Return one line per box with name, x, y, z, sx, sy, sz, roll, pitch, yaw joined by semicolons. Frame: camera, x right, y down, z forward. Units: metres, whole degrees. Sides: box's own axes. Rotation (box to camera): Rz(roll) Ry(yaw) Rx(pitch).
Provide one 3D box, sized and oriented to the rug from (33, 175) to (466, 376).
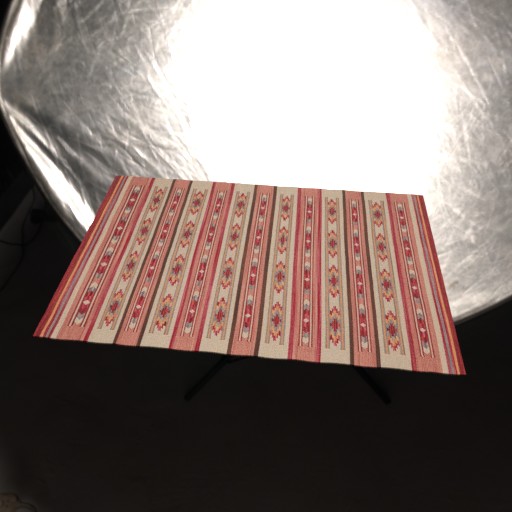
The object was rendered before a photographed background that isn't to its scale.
rug;0.000;0.000;2.983;2.431;0.010;1.535;4;47;4
